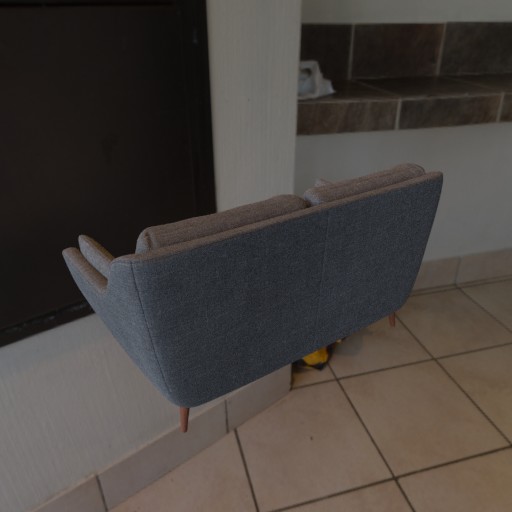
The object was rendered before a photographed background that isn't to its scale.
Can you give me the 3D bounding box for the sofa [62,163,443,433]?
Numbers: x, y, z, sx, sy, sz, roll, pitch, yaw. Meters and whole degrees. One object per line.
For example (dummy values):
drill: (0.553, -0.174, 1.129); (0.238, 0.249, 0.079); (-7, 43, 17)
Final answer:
sofa: (0.000, 0.000, 2.222); (1.646, 0.887, 0.976); (-18, 33, -29)
